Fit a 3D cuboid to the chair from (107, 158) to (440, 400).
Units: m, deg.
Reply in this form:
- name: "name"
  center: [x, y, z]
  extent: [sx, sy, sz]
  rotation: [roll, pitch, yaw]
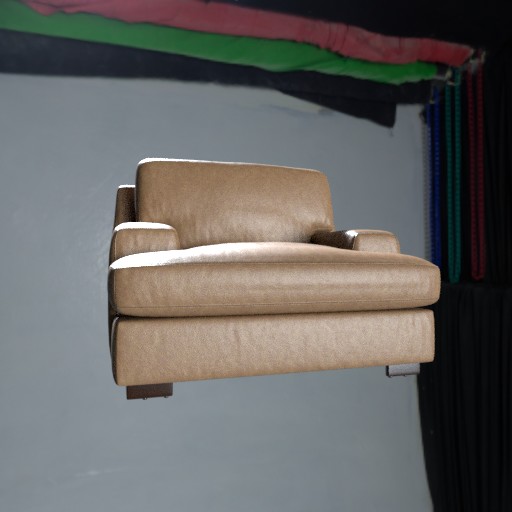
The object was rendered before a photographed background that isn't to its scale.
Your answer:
- name: "chair"
  center: [0.000, 0.000, 2.018]
  extent: [1.276, 0.978, 1.050]
  rotation: [0, -1, -18]
